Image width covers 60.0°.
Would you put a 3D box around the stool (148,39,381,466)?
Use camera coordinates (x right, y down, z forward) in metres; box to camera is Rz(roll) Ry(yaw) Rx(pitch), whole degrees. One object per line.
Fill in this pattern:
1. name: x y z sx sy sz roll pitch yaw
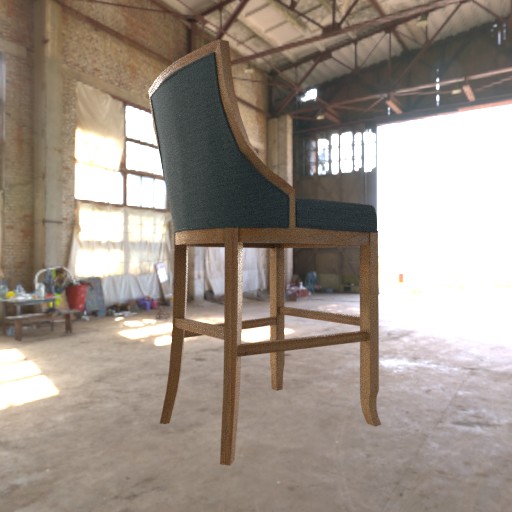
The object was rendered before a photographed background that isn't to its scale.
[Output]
1. stool: 0.000 0.000 1.461 0.626 1.101 0.524 0 -1 -37
